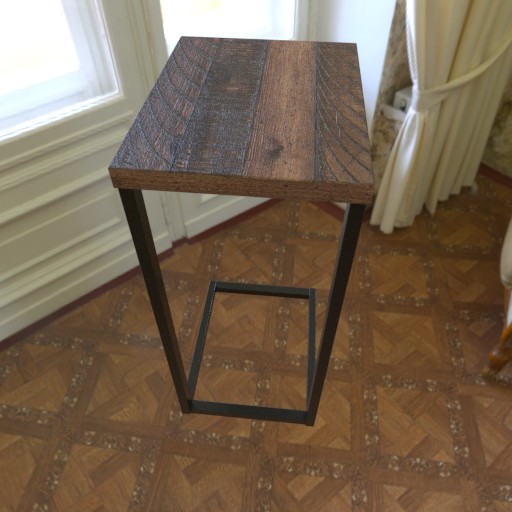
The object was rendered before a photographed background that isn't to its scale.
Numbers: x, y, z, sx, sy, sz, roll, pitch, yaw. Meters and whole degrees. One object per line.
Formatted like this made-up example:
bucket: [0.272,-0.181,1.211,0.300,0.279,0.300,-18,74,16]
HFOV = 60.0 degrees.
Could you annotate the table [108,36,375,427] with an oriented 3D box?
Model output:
table: [0.000,0.000,0.930,0.323,0.718,0.414,4,47,4]
